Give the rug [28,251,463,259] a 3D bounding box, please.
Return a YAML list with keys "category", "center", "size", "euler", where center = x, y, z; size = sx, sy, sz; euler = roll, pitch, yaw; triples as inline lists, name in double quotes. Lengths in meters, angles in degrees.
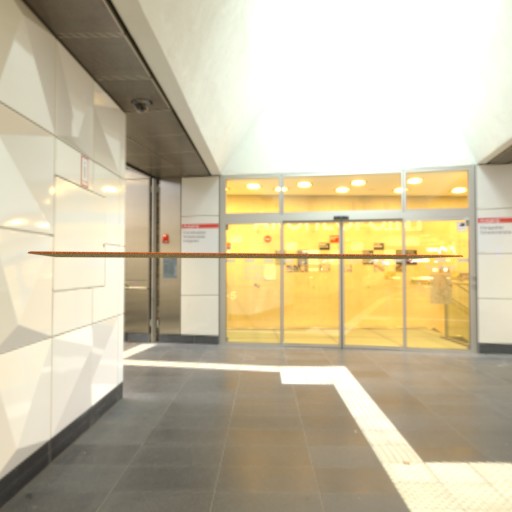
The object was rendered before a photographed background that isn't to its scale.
- category: "rug"
  center: [0.000, 0.000, 2.759]
  size: [2.471, 0.013, 0.914]
  euler: [1, -2, -19]
